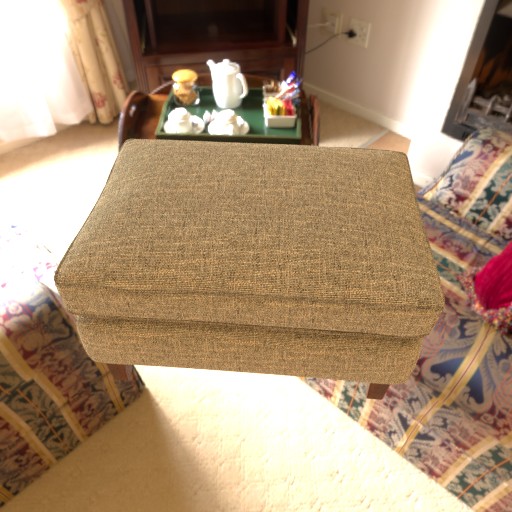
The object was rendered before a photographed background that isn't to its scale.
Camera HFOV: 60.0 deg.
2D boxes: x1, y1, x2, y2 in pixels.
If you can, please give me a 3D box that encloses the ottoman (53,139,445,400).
[{"bbox_3d":[0.000,0.000,0.999,0.686,0.406,0.508,3,46,3],"label":"ottoman"}]
